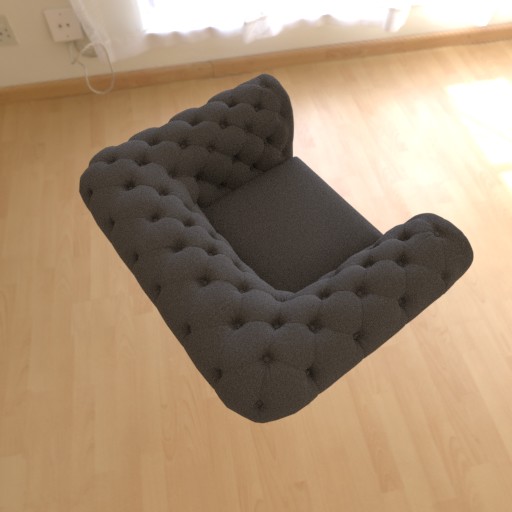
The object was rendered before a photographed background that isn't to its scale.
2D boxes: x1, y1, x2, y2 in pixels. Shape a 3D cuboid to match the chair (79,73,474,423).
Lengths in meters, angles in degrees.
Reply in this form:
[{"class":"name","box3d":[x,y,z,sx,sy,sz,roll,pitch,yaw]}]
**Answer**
[{"class":"chair","box3d":[0.000,0.000,1.886,0.976,0.770,1.270,-32,63,-19]}]
